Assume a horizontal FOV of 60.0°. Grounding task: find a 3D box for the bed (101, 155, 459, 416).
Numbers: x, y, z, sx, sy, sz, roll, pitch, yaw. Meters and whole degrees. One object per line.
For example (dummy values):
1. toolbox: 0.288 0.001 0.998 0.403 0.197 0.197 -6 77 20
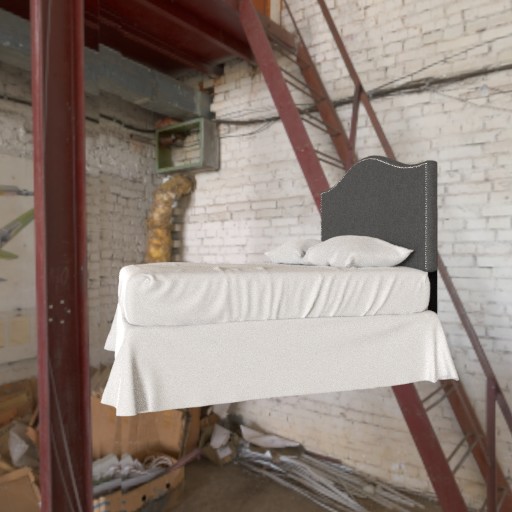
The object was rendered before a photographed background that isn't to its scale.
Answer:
1. bed: 0.000 0.000 3.391 2.221 1.645 1.876 0 0 -18
